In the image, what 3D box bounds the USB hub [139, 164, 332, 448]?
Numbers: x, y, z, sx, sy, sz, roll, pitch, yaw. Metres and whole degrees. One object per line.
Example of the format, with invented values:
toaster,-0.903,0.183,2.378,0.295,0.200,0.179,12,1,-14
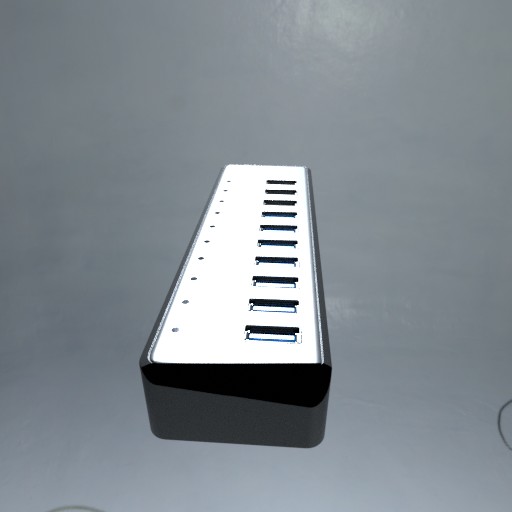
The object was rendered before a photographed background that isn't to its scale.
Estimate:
USB hub,0.000,0.000,0.165,0.044,0.023,0.145,2,30,4
